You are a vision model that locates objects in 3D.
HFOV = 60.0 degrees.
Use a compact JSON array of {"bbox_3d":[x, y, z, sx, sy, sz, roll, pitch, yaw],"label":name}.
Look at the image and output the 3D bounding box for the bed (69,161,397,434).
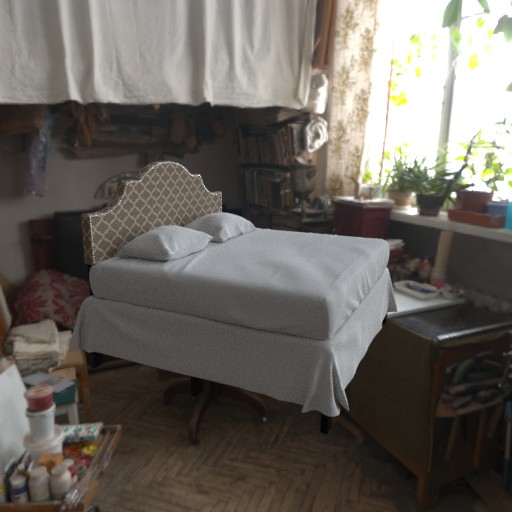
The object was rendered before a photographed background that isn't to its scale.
[{"bbox_3d":[0.000,0.000,3.878,2.222,1.601,2.314,7,15,25],"label":"bed"}]
